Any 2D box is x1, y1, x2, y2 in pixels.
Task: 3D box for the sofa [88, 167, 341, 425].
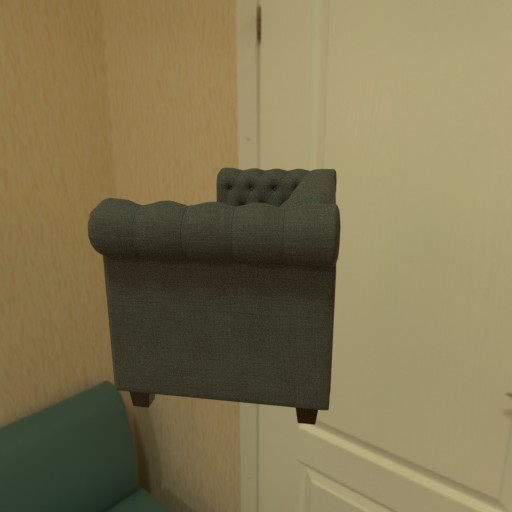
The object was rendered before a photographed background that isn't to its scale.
[{"bbox_3d":[0.000,0.000,2.232,0.783,0.797,1.798,2,15,9],"label":"sofa"}]
